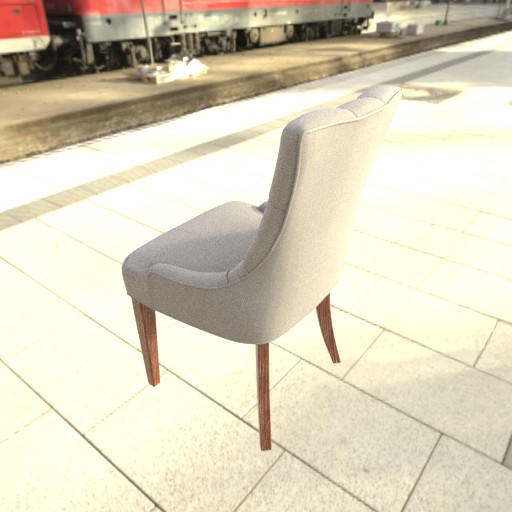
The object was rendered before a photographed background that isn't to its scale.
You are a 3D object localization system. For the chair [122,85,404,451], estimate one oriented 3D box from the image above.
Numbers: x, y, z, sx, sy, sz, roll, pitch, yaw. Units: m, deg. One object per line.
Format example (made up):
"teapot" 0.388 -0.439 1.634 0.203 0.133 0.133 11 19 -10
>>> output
"chair" 0.000 0.000 1.196 0.565 0.874 0.509 21 37 31
